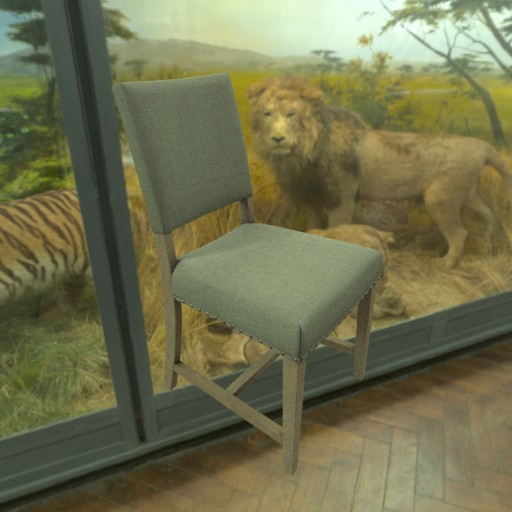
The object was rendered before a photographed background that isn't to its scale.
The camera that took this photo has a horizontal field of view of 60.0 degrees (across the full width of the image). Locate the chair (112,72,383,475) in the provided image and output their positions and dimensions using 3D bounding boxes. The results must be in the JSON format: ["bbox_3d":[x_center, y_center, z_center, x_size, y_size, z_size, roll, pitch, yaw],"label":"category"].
[{"bbox_3d":[0.000,0.000,1.343,0.622,0.986,0.508,18,31,31],"label":"chair"}]
